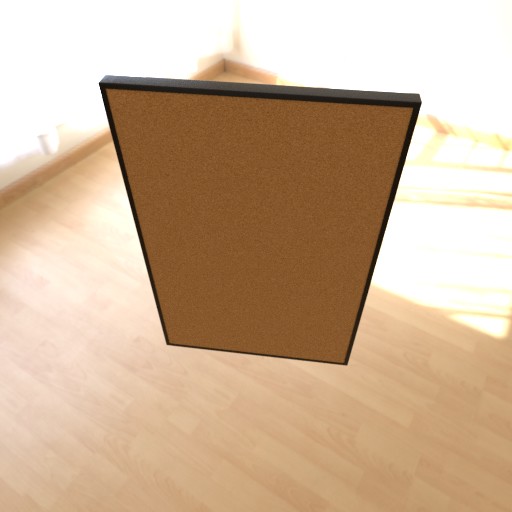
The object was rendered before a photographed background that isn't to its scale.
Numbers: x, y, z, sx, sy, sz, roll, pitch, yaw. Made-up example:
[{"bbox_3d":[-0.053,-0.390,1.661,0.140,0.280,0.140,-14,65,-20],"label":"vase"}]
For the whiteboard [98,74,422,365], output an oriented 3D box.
[{"bbox_3d":[0.000,0.000,0.778,0.406,0.611,0.026,5,46,5],"label":"whiteboard"}]
